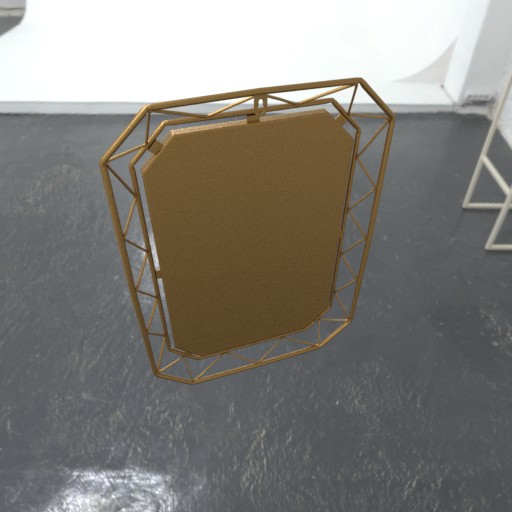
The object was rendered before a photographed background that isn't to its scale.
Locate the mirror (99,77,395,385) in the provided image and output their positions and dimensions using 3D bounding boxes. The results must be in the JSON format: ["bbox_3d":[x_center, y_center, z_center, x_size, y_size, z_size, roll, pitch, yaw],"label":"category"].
[{"bbox_3d":[0.000,0.000,0.734,0.417,0.566,0.042,-13,42,-14],"label":"mirror"}]
